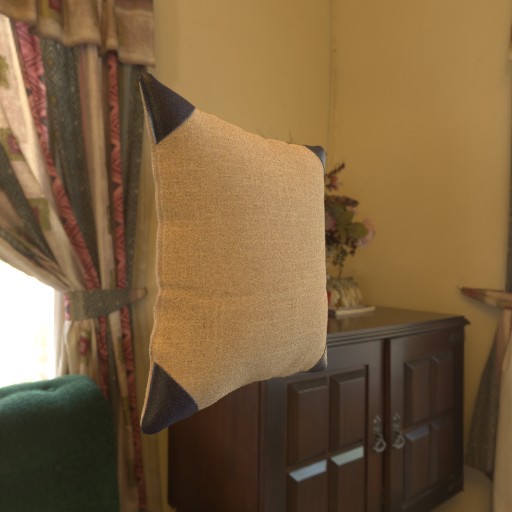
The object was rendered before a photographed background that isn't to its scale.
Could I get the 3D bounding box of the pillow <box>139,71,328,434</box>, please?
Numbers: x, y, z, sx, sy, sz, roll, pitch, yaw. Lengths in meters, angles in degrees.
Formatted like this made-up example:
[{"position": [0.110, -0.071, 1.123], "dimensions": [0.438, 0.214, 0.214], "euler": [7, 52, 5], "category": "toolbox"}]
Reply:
[{"position": [0.000, 0.000, 0.701], "dimensions": [0.147, 0.441, 0.440], "euler": [-1, -2, 37], "category": "pillow"}]
